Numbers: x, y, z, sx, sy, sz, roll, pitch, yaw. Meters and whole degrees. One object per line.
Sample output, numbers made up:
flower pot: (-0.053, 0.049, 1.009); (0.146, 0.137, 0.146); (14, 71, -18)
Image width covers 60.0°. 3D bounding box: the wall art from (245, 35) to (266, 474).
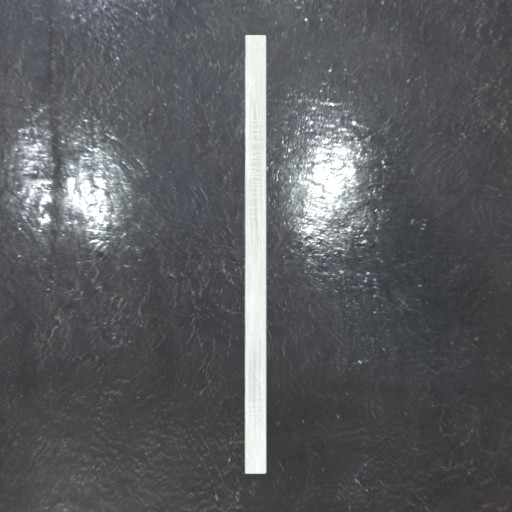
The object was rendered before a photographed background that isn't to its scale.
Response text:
wall art: (0.000, 0.000, 0.457); (0.015, 0.303, 0.303); (0, 89, 0)
